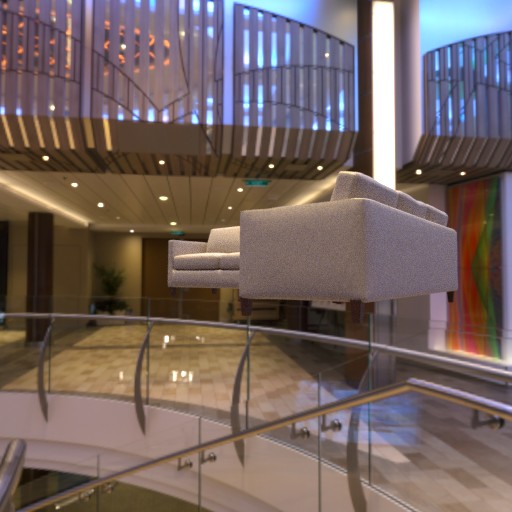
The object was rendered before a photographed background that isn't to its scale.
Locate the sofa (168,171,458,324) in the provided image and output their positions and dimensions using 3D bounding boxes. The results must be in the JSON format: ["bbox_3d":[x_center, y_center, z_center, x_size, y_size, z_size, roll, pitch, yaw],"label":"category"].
[{"bbox_3d":[0.000,0.000,4.484,3.333,0.934,2.522,-2,-3,36],"label":"sofa"}]
